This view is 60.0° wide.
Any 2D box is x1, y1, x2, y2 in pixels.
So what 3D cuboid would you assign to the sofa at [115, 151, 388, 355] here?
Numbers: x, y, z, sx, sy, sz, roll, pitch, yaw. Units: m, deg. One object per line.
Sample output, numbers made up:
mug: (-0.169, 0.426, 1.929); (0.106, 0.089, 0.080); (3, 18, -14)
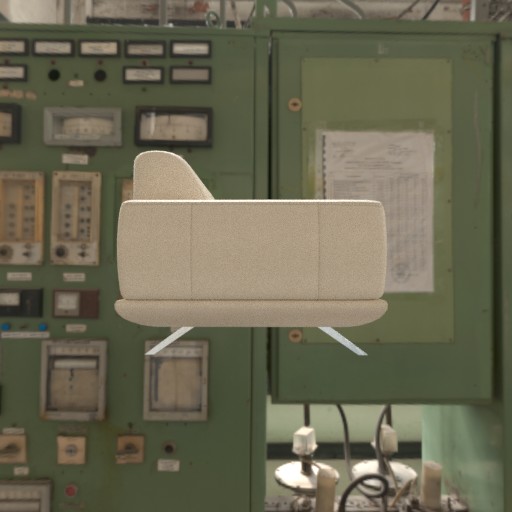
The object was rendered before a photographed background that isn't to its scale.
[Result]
sofa: (0.000, 0.000, 2.350); (0.900, 0.772, 1.901); (0, -1, 1)
